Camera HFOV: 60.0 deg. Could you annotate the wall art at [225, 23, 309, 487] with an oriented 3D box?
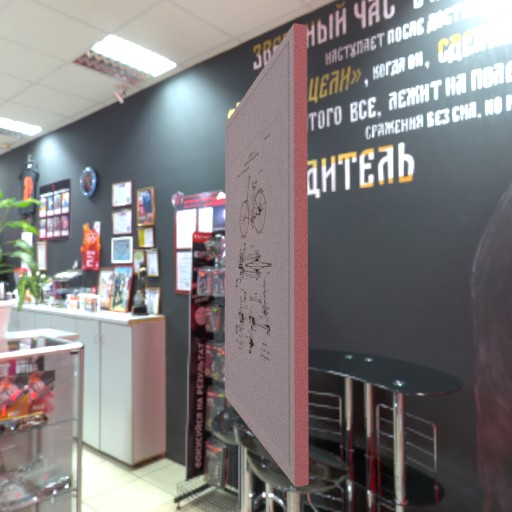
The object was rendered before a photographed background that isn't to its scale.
[{"bbox_3d":[0.000,0.000,0.617,0.015,0.477,0.332,1,-2,-16],"label":"wall art"}]
